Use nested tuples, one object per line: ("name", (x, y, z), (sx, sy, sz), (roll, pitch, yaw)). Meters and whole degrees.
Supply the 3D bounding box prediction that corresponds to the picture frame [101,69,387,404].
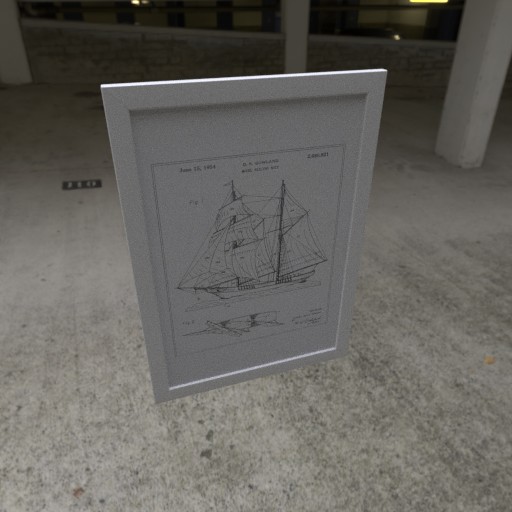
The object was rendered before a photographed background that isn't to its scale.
("picture frame", (0.000, 0.000, 0.703), (0.381, 0.534, 0.012), (-10, 32, -16))
